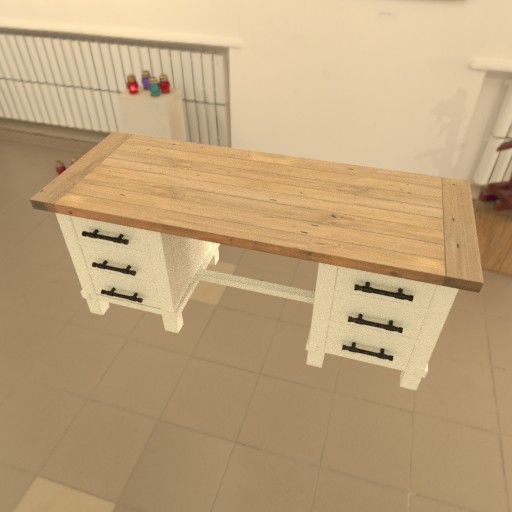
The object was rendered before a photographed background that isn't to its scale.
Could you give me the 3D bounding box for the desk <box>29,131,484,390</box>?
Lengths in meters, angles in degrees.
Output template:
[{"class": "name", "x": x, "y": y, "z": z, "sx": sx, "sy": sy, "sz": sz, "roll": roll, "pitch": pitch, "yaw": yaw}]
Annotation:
[{"class": "desk", "x": 0.000, "y": 0.000, "z": 2.186, "sx": 1.803, "sy": 0.760, "sz": 0.688, "roll": 11, "pitch": 42, "yaw": 12}]
